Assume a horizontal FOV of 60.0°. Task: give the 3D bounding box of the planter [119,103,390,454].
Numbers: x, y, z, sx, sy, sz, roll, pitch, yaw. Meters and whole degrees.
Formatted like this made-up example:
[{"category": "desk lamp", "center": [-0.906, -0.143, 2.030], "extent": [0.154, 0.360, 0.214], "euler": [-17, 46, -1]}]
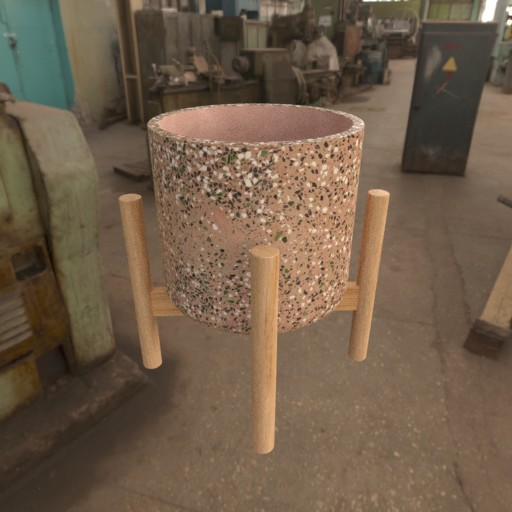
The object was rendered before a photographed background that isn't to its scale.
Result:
[{"category": "planter", "center": [0.000, 0.000, 0.537], "extent": [0.284, 0.320, 0.284], "euler": [9, 29, 17]}]
